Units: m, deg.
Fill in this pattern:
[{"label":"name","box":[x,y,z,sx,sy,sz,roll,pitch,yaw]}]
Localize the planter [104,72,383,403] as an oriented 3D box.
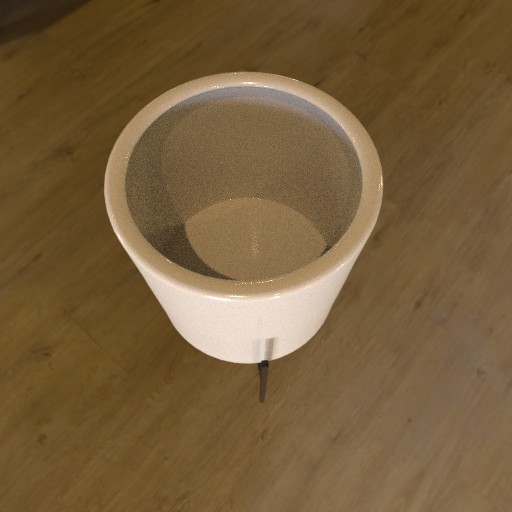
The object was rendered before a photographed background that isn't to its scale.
[{"label":"planter","box":[0.000,0.000,0.641,0.308,0.431,0.307,-30,68,-14]}]
